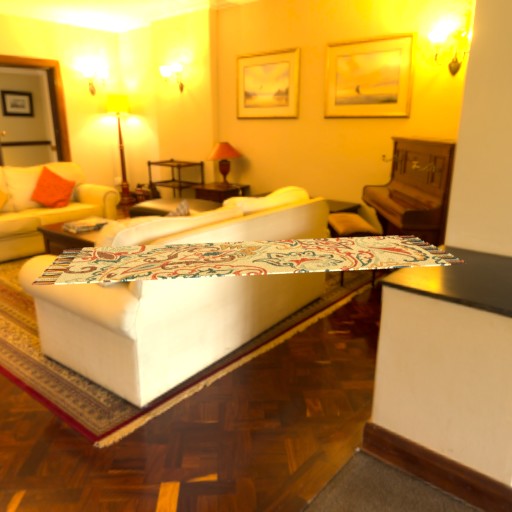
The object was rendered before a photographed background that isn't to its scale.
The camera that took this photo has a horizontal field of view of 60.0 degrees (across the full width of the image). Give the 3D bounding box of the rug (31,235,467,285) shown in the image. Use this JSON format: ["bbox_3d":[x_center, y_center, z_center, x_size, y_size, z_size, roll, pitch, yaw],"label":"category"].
[{"bbox_3d":[0.000,0.000,3.051,2.682,0.015,0.763,-2,17,-8],"label":"rug"}]
